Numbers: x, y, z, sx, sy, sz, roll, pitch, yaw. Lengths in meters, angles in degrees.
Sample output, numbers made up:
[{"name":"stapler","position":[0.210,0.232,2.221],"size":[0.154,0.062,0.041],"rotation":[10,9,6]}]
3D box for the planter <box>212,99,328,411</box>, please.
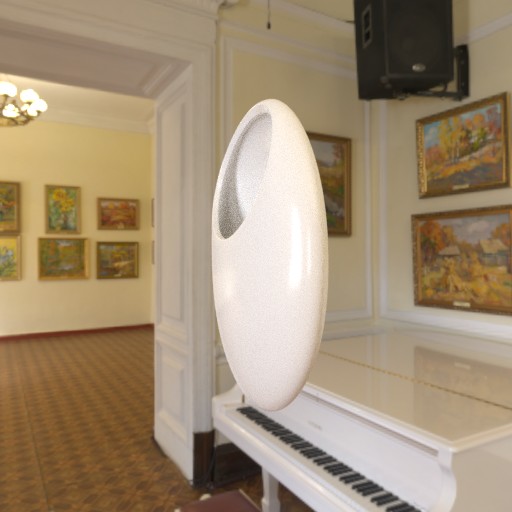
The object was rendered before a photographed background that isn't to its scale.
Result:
[{"name":"planter","position":[0.000,0.000,0.282],"size":[0.043,0.188,0.185],"rotation":[0,0,-17]}]
